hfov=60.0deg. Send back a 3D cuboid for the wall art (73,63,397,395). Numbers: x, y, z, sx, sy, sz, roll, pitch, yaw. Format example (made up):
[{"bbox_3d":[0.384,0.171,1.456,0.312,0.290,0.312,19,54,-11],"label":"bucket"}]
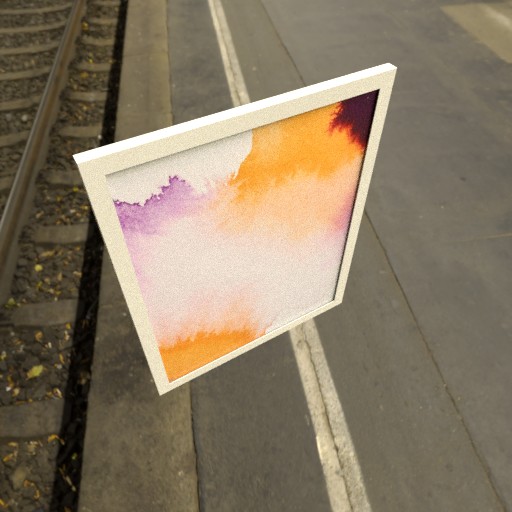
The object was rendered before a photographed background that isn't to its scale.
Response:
[{"bbox_3d":[0.000,0.000,1.110,0.661,0.811,0.026,-23,52,-20],"label":"wall art"}]
